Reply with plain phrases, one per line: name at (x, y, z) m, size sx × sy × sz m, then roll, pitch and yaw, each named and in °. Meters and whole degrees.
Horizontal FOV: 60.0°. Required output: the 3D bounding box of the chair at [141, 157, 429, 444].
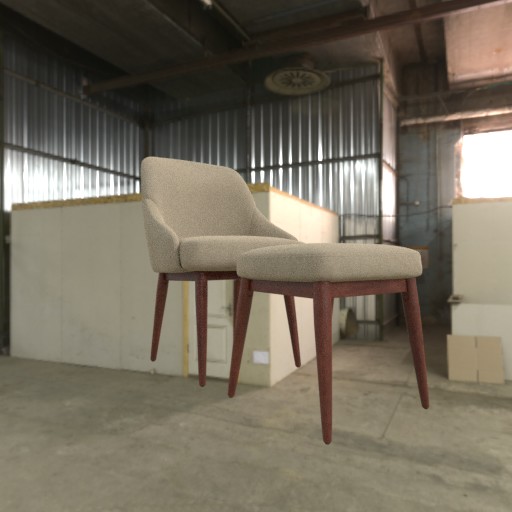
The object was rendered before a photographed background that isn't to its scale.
chair at (0.000, 0.000, 1.582) m, size 0.584 × 0.866 × 1.114 m, roll 0°, pitch 0°, yaw -36°
